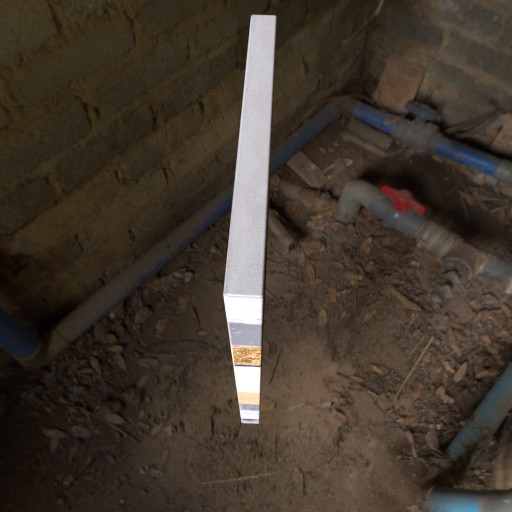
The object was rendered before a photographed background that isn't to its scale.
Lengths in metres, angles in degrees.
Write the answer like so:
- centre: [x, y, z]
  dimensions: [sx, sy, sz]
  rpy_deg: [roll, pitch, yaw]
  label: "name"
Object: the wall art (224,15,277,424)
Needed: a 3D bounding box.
- centre: [0.000, 0.000, 0.789]
  dimensions: [0.038, 0.609, 0.456]
  rpy_deg: [3, 59, 2]
  label: "wall art"
